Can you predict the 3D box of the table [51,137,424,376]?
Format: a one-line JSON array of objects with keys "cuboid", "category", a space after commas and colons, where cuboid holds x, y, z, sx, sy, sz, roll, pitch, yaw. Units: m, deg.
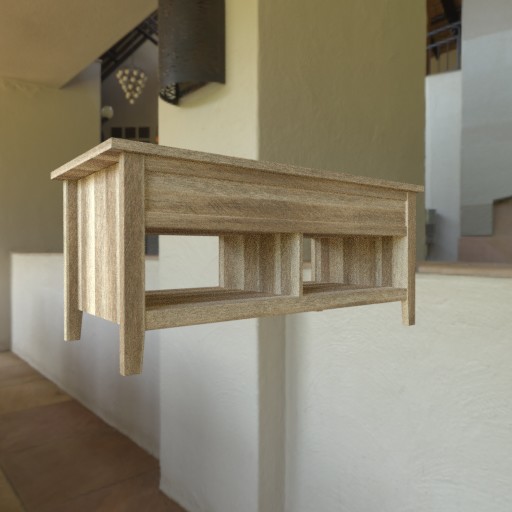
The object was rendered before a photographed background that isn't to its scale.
[{"cuboid": [0.000, 0.000, 1.402, 1.095, 0.480, 0.493, -1, 1, -37], "category": "table"}]
